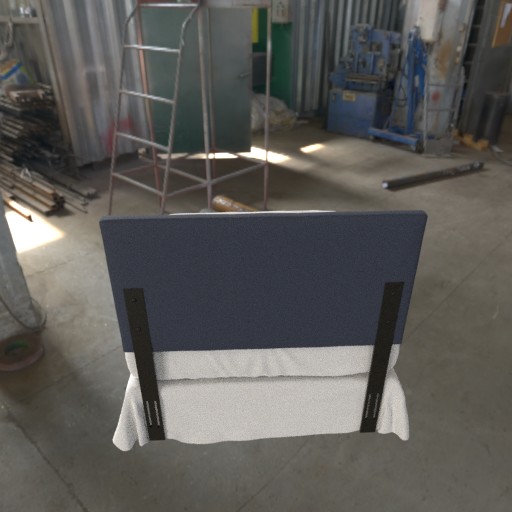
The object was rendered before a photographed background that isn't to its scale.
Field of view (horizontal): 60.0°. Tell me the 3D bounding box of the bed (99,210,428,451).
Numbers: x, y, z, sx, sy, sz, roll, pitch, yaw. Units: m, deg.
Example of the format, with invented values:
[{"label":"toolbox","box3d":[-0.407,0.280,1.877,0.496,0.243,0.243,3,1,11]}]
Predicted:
[{"label":"bed","box3d":[0.000,0.000,3.433,1.936,1.577,2.222,-1,29,-2]}]
